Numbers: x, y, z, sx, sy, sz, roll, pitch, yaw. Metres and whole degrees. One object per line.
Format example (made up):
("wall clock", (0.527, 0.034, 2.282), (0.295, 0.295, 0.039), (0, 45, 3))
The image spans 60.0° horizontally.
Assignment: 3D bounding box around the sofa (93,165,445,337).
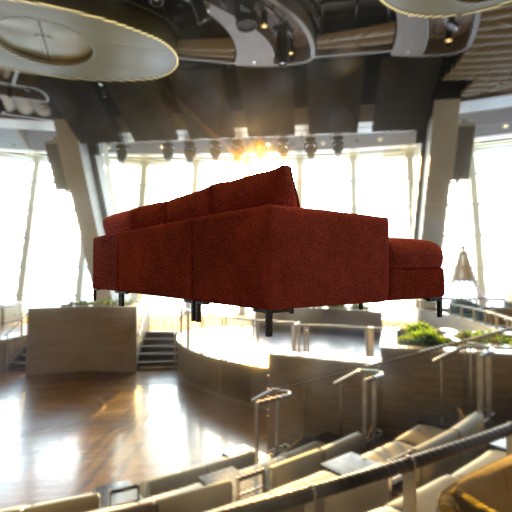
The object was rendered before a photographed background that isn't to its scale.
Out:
("sofa", (0.000, 0.000, 3.824), (1.981, 0.858, 2.971), (1, -2, -36))
